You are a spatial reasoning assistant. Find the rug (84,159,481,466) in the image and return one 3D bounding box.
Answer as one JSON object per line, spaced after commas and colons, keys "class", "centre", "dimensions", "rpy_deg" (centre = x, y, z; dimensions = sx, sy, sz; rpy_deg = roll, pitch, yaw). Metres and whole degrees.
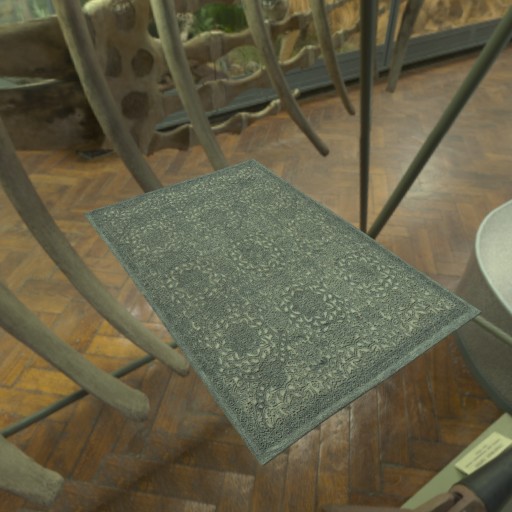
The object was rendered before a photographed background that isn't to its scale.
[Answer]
{"class": "rug", "centre": [0.000, 0.000, 2.314], "dimensions": [1.224, 0.016, 1.830], "rpy_deg": [-24, 45, -26]}
